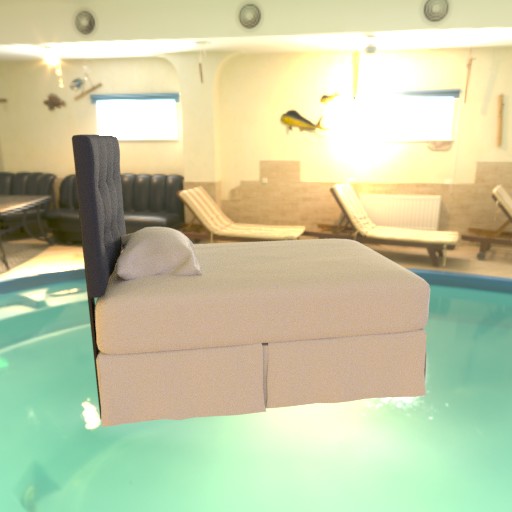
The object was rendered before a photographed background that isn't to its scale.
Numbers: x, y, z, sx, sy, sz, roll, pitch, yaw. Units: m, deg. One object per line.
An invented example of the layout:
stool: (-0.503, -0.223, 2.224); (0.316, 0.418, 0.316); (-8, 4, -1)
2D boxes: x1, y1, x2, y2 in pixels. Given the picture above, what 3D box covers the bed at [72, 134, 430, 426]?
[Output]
bed: (0.000, 0.000, 2.981); (1.997, 1.571, 1.261); (-3, 15, -10)
